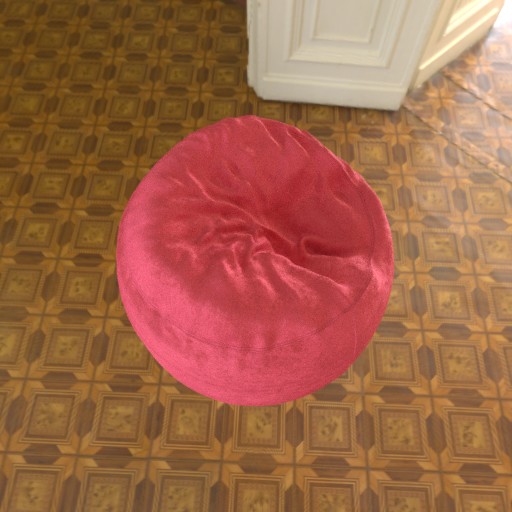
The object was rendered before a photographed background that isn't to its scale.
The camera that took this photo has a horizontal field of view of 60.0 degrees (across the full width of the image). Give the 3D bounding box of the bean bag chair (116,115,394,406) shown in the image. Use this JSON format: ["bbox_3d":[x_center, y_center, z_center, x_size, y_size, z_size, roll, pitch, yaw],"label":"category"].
[{"bbox_3d":[0.000,0.000,1.971,1.218,0.788,1.218,0,63,0],"label":"bean bag chair"}]
